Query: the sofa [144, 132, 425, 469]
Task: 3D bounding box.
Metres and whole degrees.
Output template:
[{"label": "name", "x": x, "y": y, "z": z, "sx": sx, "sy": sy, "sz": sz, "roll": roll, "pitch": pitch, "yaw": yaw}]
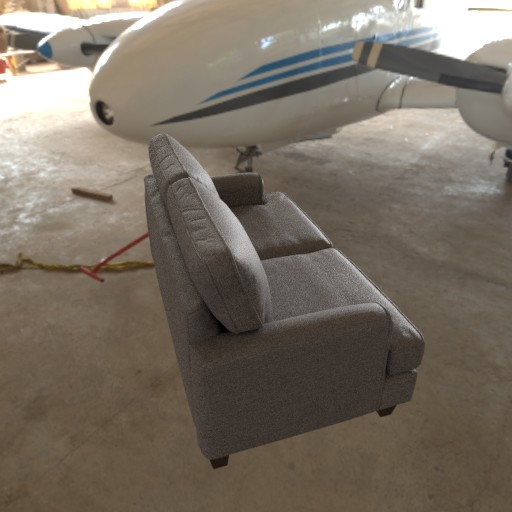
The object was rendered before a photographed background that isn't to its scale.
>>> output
[{"label": "sofa", "x": 0.000, "y": 0.000, "z": 2.281, "sx": 0.965, "sy": 0.965, "sz": 1.651, "roll": -10, "pitch": 32, "yaw": -16}]
